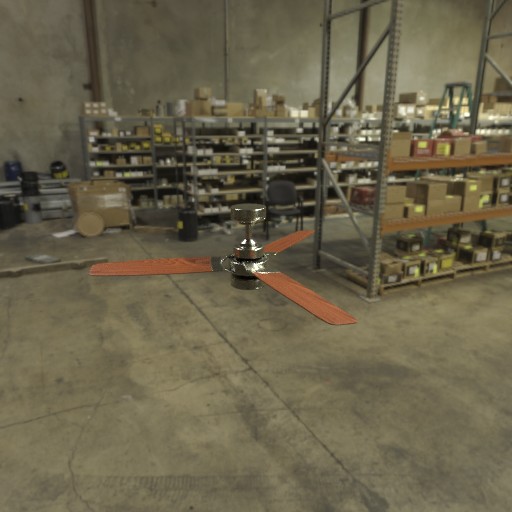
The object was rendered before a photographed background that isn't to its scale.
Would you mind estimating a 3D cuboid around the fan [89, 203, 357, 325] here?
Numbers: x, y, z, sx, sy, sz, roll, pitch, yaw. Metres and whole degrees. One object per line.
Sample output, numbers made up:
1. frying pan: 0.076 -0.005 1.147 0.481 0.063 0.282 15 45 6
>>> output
1. fan: 0.000 0.000 2.082 1.416 0.410 1.271 -9 19 -26
